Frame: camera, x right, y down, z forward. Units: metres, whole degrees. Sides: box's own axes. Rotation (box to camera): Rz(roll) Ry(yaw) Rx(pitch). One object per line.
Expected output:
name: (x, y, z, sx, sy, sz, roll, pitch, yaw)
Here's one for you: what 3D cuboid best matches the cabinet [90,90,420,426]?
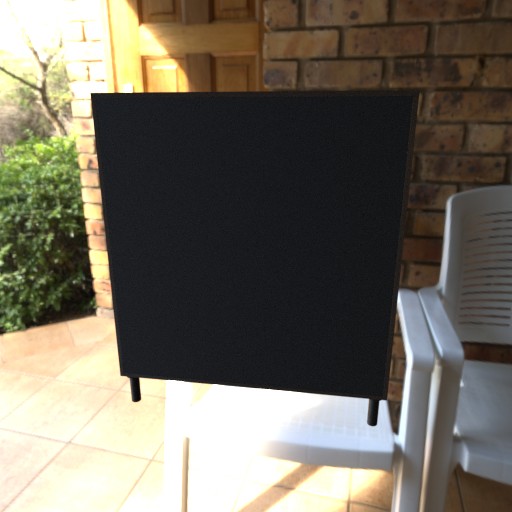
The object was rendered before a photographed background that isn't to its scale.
cabinet: (0.000, 0.000, 1.706, 1.010, 1.170, 0.400, 3, 18, 8)
